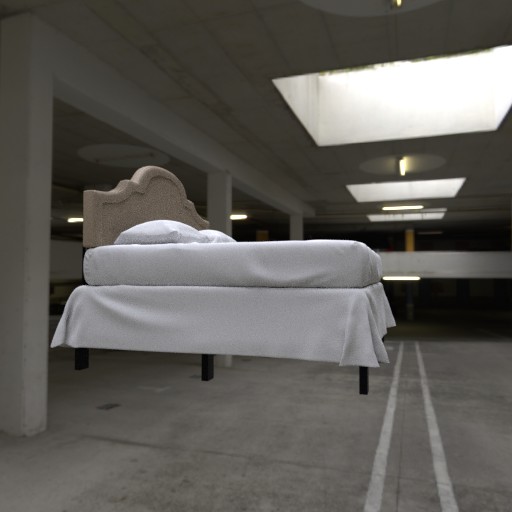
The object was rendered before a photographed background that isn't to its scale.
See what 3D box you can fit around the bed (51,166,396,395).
[{"bbox_3d":[0.000,0.000,3.761,2.222,1.631,2.303,-1,-2,19],"label":"bed"}]
